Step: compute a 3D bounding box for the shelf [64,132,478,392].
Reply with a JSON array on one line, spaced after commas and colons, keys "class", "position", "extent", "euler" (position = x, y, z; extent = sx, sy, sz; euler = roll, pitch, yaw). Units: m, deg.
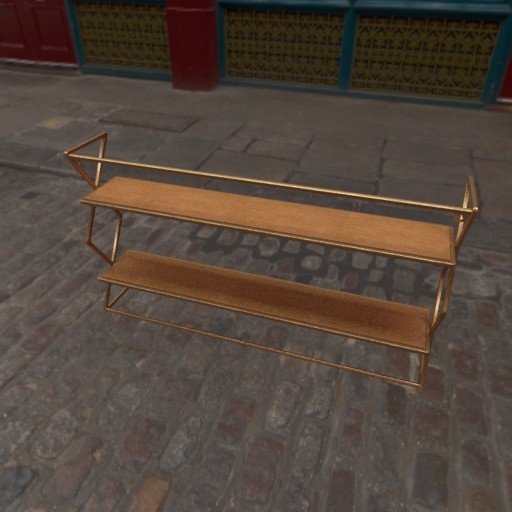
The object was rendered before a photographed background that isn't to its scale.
[{"class": "shelf", "position": [0.000, 0.000, 1.019], "extent": [0.822, 0.450, 0.150], "euler": [11, 35, 16]}]
